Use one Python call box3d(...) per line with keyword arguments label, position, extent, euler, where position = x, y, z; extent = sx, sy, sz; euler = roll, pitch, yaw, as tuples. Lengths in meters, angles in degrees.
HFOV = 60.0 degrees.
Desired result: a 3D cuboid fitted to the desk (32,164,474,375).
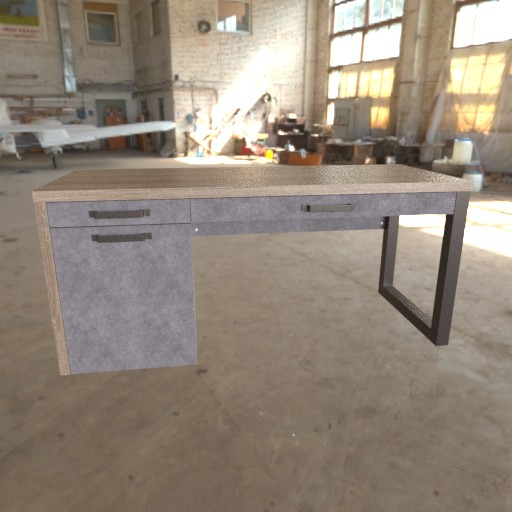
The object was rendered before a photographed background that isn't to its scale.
box3d(label="desk", position=(0.000, 0.000, 2.104), extent=(1.700, 0.760, 0.690), euler=(-3, 18, -8))
